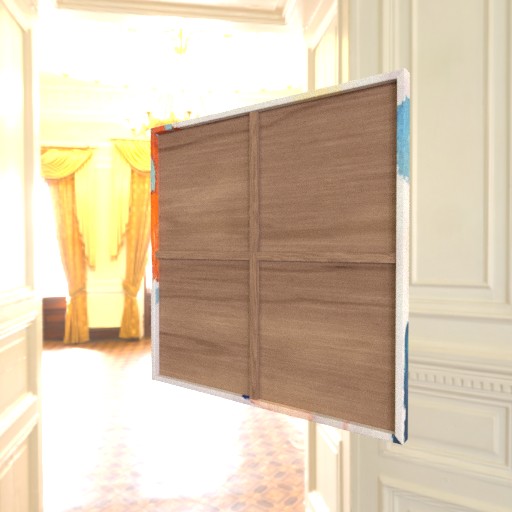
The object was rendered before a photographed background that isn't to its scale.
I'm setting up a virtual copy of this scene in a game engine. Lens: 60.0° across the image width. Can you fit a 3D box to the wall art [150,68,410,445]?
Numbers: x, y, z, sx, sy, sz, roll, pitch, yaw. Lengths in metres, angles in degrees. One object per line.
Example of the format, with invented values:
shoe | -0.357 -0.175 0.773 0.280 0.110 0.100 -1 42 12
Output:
wall art | 0.000 0.000 1.208 0.814 0.814 0.037 1 1 36
